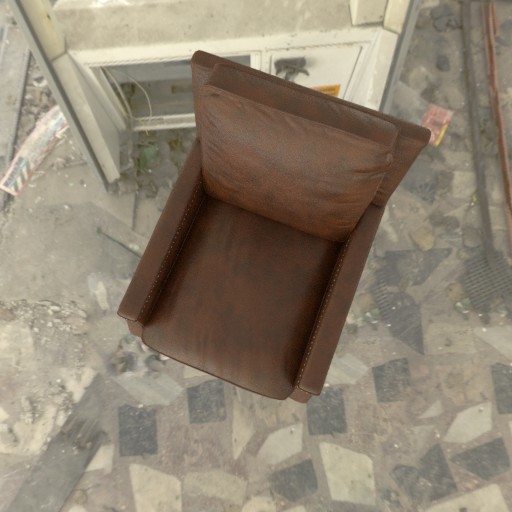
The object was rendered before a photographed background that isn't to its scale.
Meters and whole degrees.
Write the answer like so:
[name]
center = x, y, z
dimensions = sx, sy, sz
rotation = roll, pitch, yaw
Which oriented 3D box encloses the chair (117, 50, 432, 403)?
[chair]
center = 0.000, 0.000, 1.820
dimensions = 0.854, 1.054, 1.035
rotation = 21, 78, 5
